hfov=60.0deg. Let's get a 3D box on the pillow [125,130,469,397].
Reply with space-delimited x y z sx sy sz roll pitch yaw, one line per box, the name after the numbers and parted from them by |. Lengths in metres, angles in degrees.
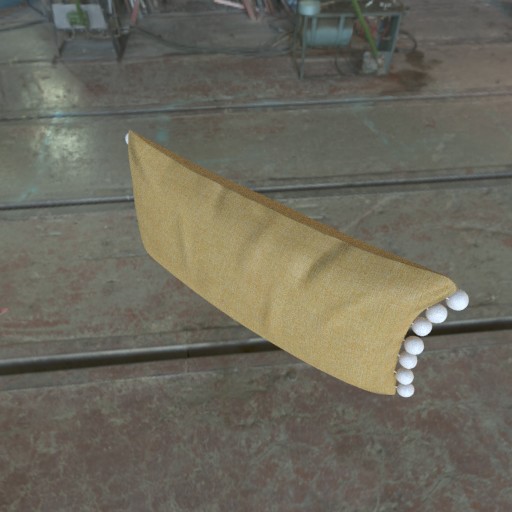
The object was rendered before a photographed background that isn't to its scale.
0.000 0.000 0.832 0.709 0.322 0.201 30 53 26 | pillow
